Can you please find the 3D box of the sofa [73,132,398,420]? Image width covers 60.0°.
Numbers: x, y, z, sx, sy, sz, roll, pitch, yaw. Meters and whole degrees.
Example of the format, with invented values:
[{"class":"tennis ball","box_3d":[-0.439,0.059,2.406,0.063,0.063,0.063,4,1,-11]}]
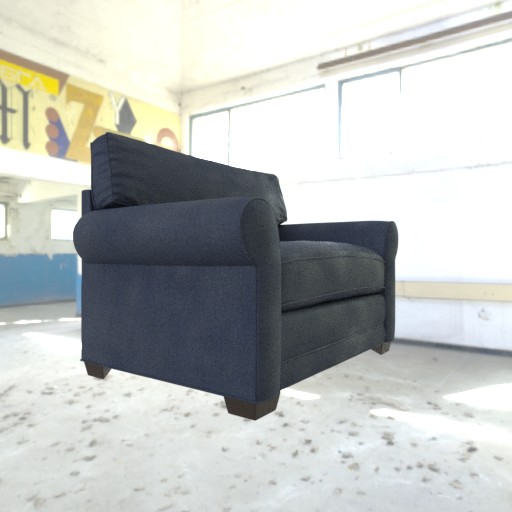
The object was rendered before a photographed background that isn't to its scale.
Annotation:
[{"class":"sofa","box_3d":[0.000,0.000,2.093,0.938,1.004,1.405,0,0,36]}]
